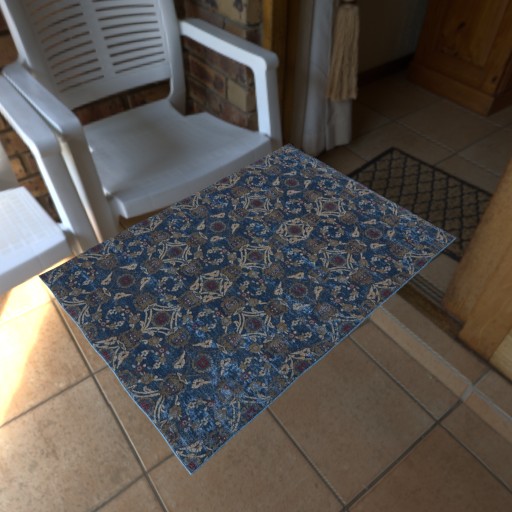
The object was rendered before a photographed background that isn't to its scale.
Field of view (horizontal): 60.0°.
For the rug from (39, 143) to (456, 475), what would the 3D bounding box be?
[{"bbox_3d":[0.000,0.000,2.847,2.207,0.014,1.567,-34,55,-28],"label":"rug"}]
